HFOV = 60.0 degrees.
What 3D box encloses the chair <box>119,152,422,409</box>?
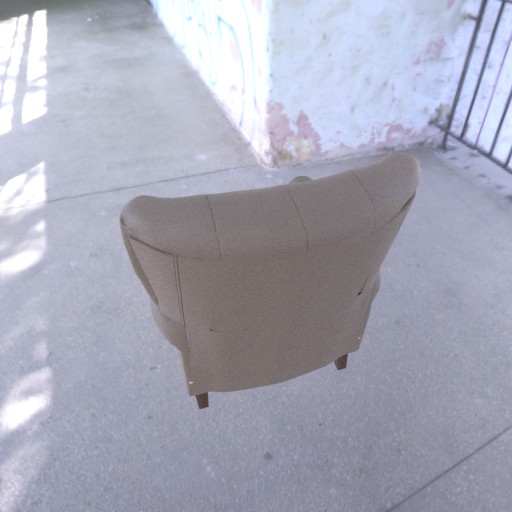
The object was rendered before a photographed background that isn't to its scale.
[{"bbox_3d":[0.000,0.000,1.902,0.999,1.138,1.041,-12,42,-13],"label":"chair"}]
